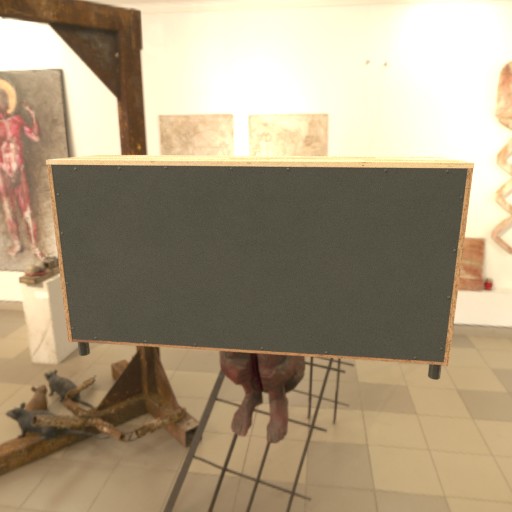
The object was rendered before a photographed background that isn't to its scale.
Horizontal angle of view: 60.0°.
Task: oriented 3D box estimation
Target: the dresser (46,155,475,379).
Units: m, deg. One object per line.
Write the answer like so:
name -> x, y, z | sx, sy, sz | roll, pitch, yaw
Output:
dresser -> 0.000, 0.000, 1.929 | 1.547, 0.834, 0.487 | 2, 15, 7
